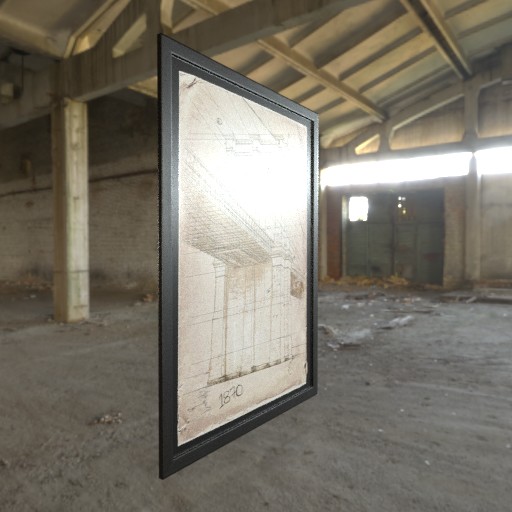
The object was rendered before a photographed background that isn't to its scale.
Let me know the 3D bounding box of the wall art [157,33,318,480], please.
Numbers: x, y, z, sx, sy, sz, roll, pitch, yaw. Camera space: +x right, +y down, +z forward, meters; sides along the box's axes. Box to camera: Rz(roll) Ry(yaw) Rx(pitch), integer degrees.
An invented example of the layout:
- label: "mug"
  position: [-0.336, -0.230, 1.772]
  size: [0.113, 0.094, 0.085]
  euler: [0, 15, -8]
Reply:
- label: "wall art"
  position: [0.000, 0.000, 1.248]
  size: [0.013, 0.967, 0.707]
  euler: [1, 1, 36]
